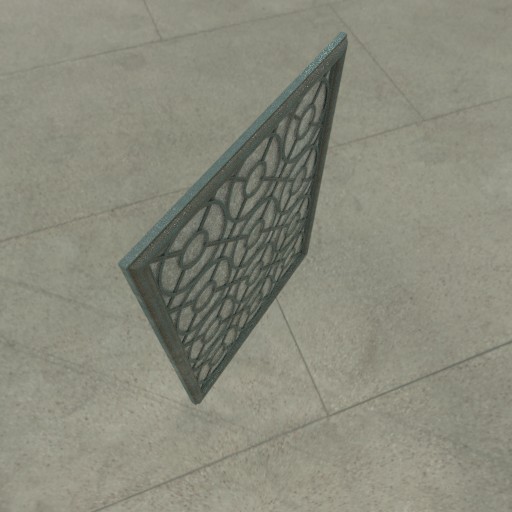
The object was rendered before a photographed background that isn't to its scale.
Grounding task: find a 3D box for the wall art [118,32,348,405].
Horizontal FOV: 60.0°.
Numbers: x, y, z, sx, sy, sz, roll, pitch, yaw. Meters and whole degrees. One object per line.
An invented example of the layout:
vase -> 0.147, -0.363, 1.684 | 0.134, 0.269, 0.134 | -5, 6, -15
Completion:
wall art -> 0.000, 0.000, 1.305 | 0.030, 0.983, 0.767 | 30, 63, 17
